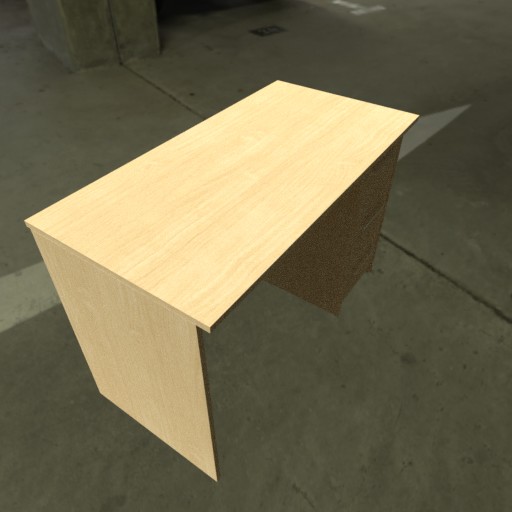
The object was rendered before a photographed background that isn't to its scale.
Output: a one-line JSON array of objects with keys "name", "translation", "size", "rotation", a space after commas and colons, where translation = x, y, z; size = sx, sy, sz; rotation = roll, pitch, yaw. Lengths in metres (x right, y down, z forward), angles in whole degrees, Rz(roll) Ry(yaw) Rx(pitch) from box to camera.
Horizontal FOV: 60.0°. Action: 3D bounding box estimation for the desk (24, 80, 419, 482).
[{"name": "desk", "translation": [0.000, 0.000, 1.498], "size": [0.560, 0.735, 1.097], "rotation": [25, 47, 25]}]
